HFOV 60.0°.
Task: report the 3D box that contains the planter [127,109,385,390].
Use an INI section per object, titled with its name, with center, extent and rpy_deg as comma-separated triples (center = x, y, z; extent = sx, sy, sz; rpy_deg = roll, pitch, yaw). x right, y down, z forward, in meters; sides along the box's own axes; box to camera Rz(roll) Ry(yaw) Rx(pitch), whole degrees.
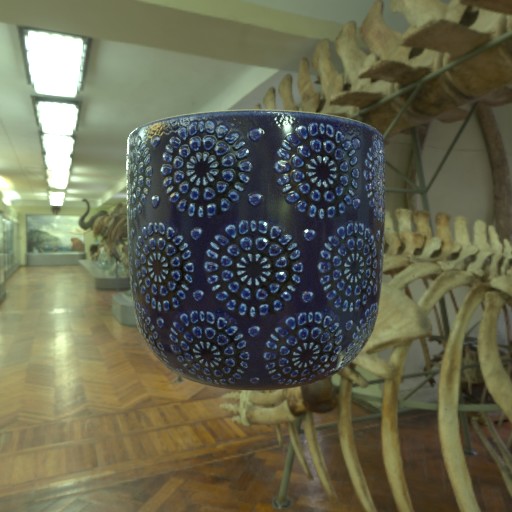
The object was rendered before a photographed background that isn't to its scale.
[planter]
center = 0.000, 0.000, 0.297
extent = 0.165, 0.149, 0.165
rpy_deg = 0, 2, 0
